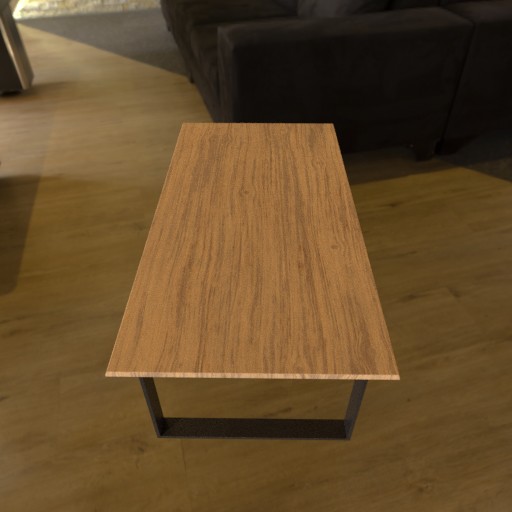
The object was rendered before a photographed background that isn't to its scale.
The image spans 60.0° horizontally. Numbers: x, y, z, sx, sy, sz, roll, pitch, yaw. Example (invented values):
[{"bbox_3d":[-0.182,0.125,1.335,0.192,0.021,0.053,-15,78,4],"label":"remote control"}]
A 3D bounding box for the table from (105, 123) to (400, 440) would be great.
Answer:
[{"bbox_3d":[0.000,0.000,1.677,0.693,0.445,1.331,0,42,1],"label":"table"}]
